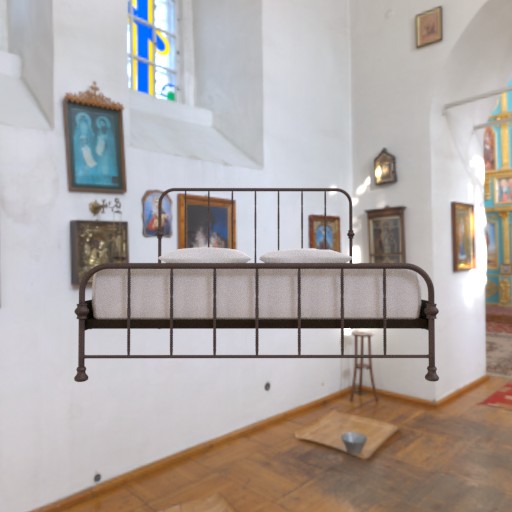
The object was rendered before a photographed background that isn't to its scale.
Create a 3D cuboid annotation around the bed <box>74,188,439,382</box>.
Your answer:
[{"bbox_3d":[0.000,0.000,3.530,2.044,1.446,2.134,0,-1,0],"label":"bed"}]
